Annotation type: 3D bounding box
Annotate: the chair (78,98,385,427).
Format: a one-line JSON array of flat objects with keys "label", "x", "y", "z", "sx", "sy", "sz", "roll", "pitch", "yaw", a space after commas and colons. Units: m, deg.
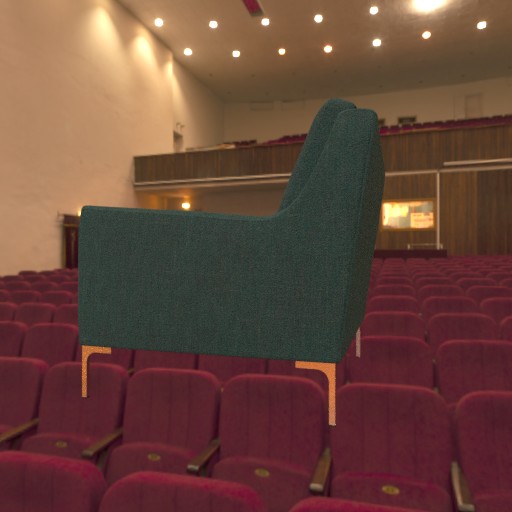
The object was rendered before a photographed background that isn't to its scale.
[{"label": "chair", "x": 0.000, "y": 0.000, "z": 1.545, "sx": 0.849, "sy": 0.828, "sz": 0.847, "roll": 0, "pitch": 0, "yaw": 18}]
